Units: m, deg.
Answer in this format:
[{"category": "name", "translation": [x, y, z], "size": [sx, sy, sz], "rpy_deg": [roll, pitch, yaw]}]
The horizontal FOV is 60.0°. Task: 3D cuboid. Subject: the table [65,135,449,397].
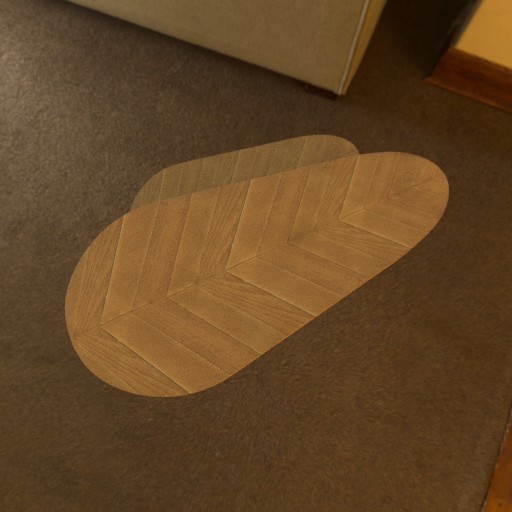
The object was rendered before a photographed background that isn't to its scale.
[{"category": "table", "translation": [0.000, 0.000, 1.587], "size": [1.190, 0.595, 0.701], "rpy_deg": [-24, 77, -6]}]
